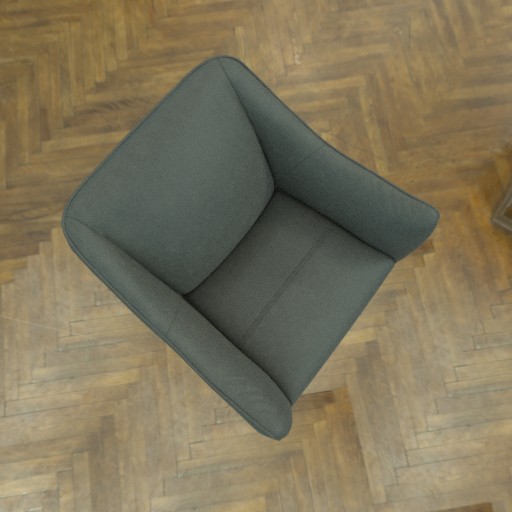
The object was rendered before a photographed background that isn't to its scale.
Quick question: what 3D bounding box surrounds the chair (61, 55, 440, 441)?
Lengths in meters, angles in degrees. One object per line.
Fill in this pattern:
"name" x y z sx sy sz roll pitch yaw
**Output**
"chair" 0.000 0.000 1.547 0.852 0.830 0.871 37 78 9
